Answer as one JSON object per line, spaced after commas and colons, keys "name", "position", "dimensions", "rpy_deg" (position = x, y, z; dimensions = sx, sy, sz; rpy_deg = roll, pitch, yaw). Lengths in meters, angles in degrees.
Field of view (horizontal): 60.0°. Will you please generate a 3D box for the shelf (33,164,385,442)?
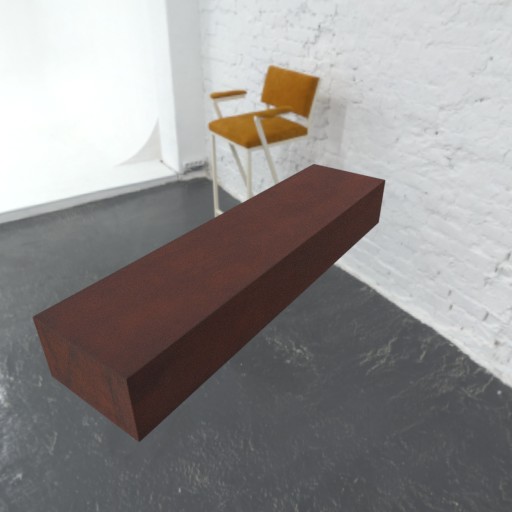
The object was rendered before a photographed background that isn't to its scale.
{"name": "shelf", "position": [0.000, 0.000, 0.670], "dimensions": [0.152, 0.088, 0.607], "rpy_deg": [20, 36, 30]}
